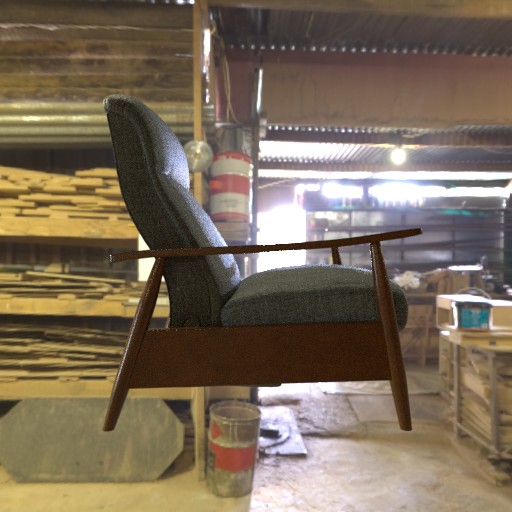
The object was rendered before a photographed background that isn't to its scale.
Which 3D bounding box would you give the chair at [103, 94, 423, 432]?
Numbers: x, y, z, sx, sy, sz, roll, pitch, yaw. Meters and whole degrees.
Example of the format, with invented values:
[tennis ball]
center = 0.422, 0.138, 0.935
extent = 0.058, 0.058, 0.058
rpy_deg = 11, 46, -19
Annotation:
[chair]
center = 0.000, 0.000, 1.738
extent = 1.030, 1.082, 0.762
rpy_deg = 0, 0, 0
